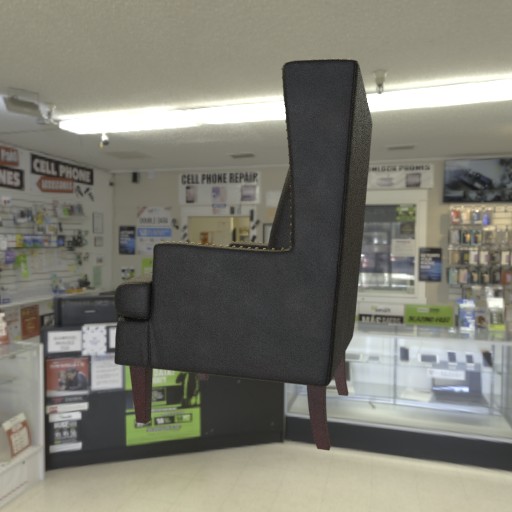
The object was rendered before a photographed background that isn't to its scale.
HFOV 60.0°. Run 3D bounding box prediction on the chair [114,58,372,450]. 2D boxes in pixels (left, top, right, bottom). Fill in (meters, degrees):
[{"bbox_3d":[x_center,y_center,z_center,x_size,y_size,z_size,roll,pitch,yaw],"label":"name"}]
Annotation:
[{"bbox_3d":[0.000,0.000,1.655,0.799,1.142,0.703,1,2,18],"label":"chair"}]
